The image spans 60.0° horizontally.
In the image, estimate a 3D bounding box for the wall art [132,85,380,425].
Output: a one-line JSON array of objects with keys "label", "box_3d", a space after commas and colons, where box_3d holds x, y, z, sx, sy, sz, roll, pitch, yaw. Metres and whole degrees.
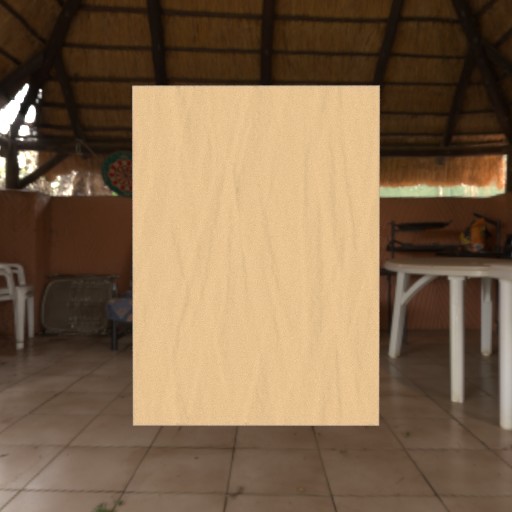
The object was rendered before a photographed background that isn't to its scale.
[{"label": "wall art", "box_3d": [0.000, 0.000, 1.463, 0.810, 1.116, 0.016, 0, 0, 0]}]
